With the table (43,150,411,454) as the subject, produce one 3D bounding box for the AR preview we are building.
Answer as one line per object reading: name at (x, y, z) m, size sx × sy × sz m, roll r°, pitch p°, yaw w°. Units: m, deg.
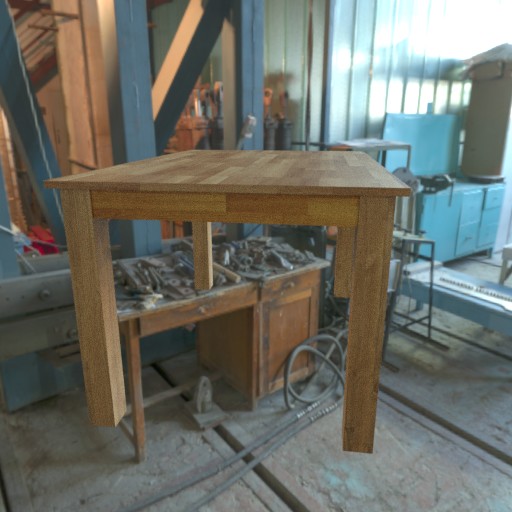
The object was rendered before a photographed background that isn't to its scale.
table at (0.000, 0.000, 1.787) m, size 0.900 × 0.750 × 1.300 m, roll 2°, pitch 17°, yaw 8°
